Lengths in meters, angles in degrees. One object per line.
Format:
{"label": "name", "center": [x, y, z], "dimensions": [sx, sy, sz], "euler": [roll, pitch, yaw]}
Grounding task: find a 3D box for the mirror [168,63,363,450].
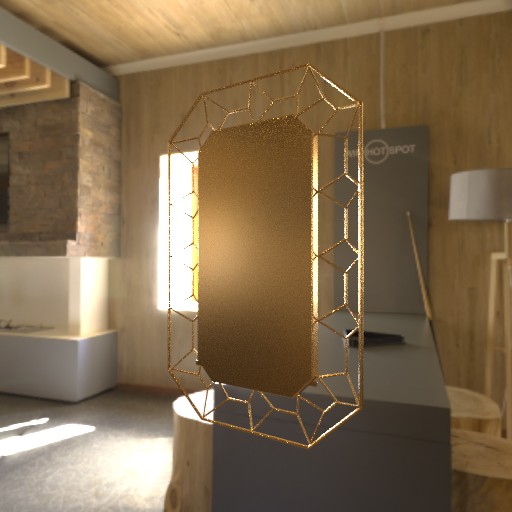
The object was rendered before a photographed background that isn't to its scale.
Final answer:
{"label": "mirror", "center": [0.000, 0.000, 1.104], "dimensions": [0.572, 0.870, 0.051], "euler": [0, 0, 35]}
